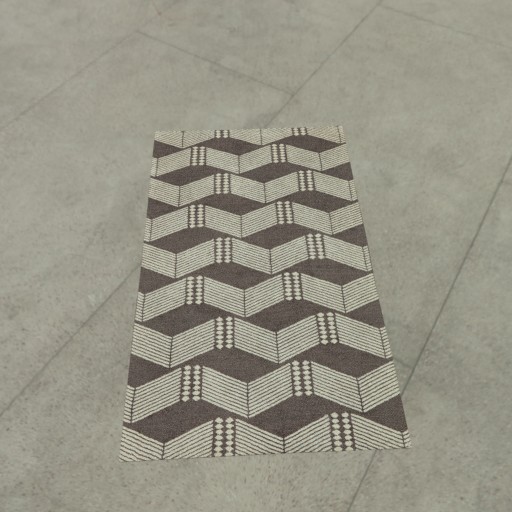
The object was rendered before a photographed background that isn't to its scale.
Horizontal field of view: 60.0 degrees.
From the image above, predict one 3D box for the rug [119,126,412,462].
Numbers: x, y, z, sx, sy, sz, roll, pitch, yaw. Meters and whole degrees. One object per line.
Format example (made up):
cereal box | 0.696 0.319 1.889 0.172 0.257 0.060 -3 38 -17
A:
rug | 0.000 0.000 2.937 1.517 0.011 2.435 -2 58 -1
